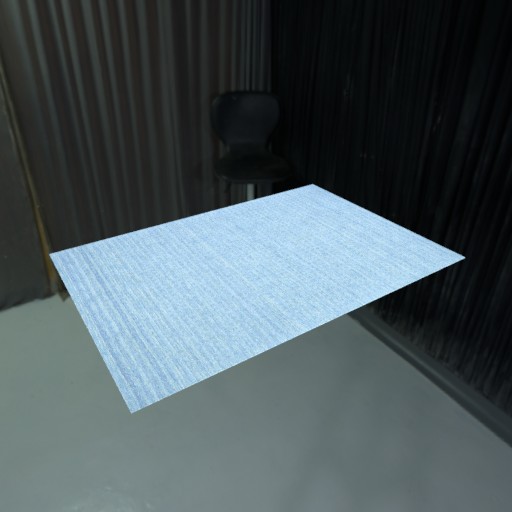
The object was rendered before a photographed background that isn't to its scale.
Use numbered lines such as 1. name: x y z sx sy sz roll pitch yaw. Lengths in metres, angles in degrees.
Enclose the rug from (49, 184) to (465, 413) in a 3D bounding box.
1. rug: 0.000 0.000 3.739 2.895 0.006 1.982 -19 35 -28
